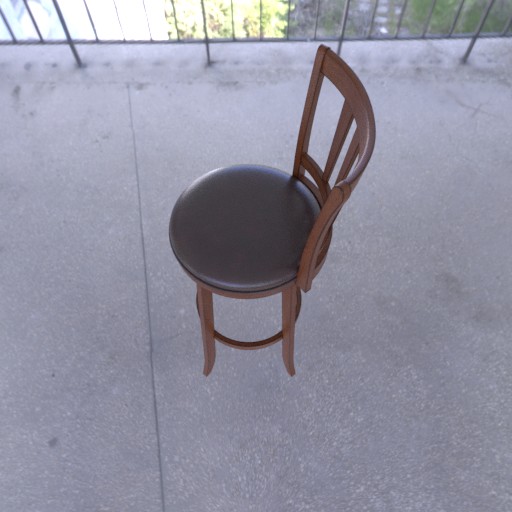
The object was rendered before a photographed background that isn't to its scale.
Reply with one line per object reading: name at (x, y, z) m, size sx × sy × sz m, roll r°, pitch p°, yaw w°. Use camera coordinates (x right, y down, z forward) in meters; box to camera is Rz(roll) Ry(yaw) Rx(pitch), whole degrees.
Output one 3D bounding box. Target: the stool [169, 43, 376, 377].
stool at (0.000, 0.000, 1.427) m, size 0.503 × 1.177 × 0.464 m, roll 0°, pitch 58°, yaw 0°
